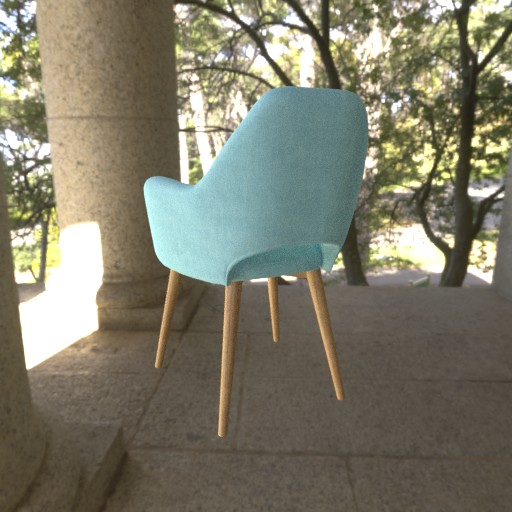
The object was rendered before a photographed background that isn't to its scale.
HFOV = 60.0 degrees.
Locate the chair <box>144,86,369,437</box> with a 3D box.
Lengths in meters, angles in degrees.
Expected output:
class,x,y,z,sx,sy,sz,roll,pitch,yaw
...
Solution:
class,x,y,z,sx,sy,sz,roll,pitch,yaw
chair,0.000,0.000,1.266,0.590,0.840,0.610,-7,15,-27
